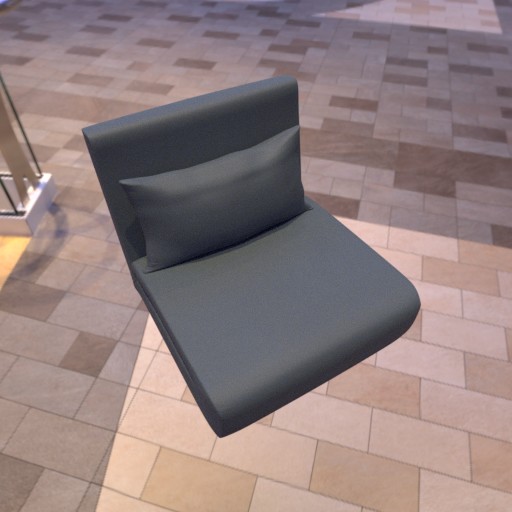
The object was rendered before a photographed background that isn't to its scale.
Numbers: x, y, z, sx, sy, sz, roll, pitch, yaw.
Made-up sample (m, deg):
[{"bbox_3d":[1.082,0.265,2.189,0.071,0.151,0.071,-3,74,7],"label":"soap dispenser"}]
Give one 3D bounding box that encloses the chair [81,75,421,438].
[{"bbox_3d":[0.000,0.000,1.523,0.770,0.808,0.900,-23,50,-21],"label":"chair"}]
